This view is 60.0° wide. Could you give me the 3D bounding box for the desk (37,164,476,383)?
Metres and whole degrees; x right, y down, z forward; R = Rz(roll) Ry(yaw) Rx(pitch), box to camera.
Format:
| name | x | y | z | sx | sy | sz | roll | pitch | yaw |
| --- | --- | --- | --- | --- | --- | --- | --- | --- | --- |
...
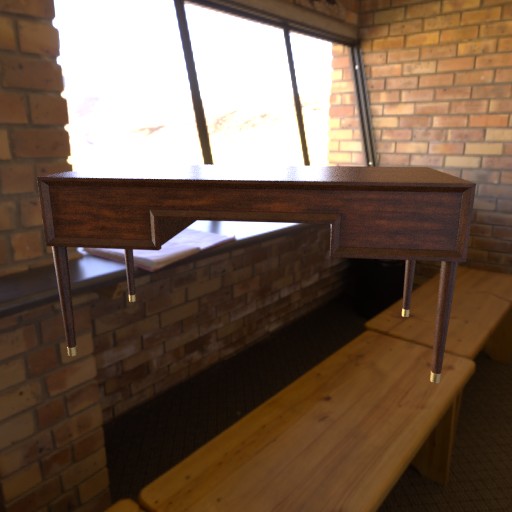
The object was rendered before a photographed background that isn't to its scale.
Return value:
| name | x | y | z | sx | sy | sz | roll | pitch | yaw |
| --- | --- | --- | --- | --- | --- | --- | --- | --- | --- |
| desk | 0.000 | 0.000 | 2.020 | 1.575 | 0.762 | 0.724 | 2 | 16 | 8 |
